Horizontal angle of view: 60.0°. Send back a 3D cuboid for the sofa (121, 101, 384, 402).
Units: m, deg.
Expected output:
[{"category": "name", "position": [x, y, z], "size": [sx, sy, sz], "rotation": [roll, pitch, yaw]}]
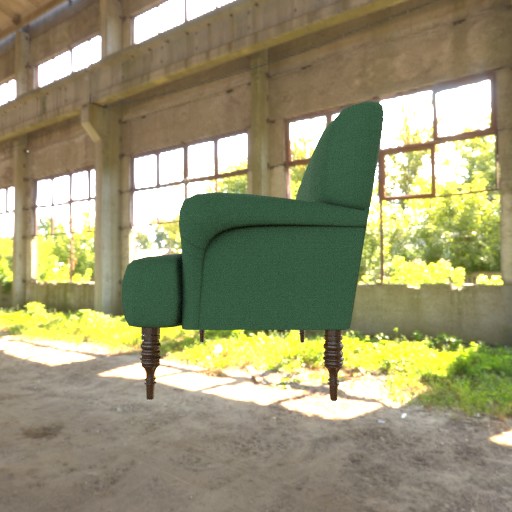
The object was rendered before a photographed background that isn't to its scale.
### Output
[{"category": "sofa", "position": [0.000, 0.000, 1.854], "size": [0.779, 0.889, 1.297], "rotation": [0, -2, 1]}]
